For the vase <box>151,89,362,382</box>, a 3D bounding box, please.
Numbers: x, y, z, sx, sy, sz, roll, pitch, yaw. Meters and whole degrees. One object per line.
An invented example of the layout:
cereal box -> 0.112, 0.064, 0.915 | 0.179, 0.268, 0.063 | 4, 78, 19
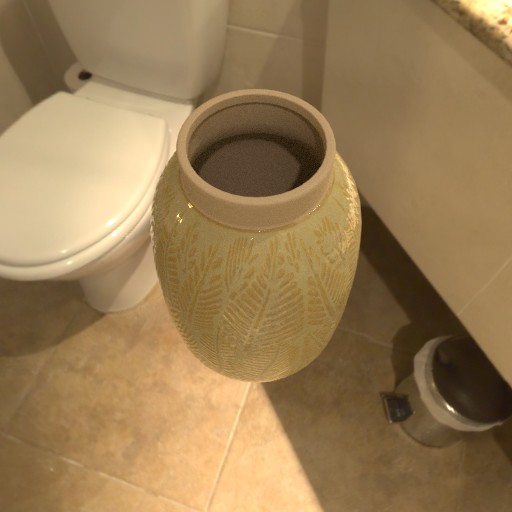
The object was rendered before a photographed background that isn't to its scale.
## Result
vase -> 0.000, 0.000, 0.382 | 0.172, 0.270, 0.172 | 0, 59, 0
